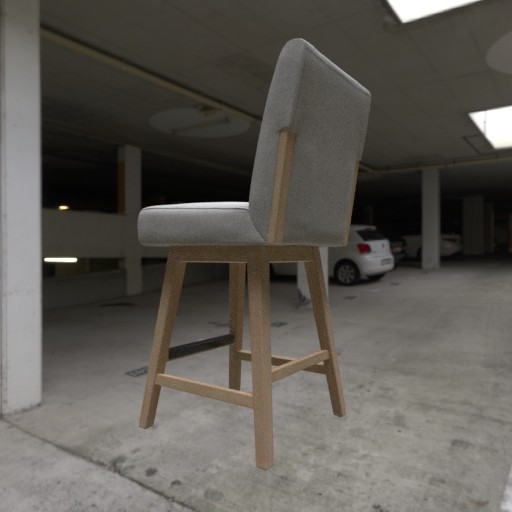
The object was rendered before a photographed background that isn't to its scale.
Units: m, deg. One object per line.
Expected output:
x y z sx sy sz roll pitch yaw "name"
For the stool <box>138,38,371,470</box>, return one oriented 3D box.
0.000 0.000 1.427 0.606 1.085 0.507 0 0 36 "stool"
